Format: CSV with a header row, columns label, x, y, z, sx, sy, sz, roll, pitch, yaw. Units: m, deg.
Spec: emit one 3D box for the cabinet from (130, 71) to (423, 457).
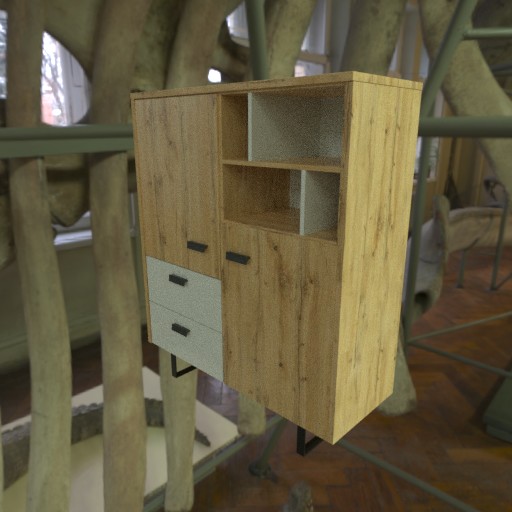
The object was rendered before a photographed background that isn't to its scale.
label,x,y,z,sx,sy,sz,roll,pitch,yaw
cabinet,0.000,0.000,1.971,1.168,1.397,0.473,15,22,42
